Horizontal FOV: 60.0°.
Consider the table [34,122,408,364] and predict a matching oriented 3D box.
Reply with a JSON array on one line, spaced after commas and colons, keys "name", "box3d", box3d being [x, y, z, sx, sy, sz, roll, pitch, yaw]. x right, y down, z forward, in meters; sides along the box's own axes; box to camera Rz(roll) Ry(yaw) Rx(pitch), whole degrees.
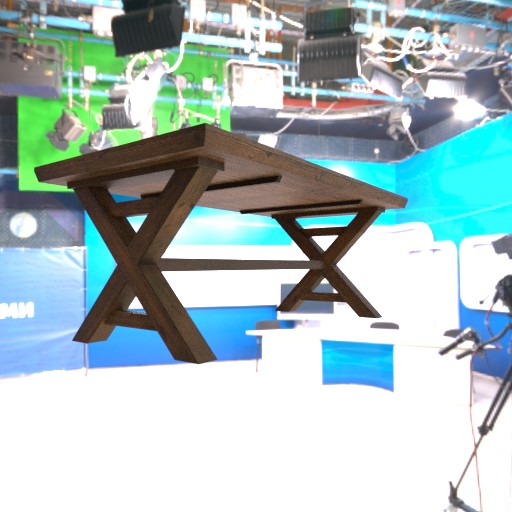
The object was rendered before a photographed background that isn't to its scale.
[{"name": "table", "box3d": [0.000, 0.000, 2.489, 1.071, 0.793, 1.966, -1, -1, 37]}]
